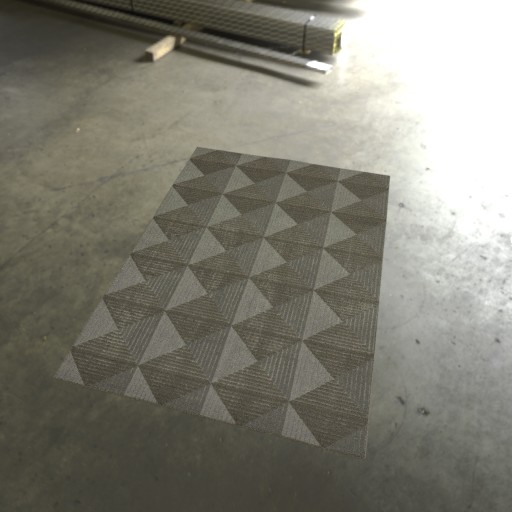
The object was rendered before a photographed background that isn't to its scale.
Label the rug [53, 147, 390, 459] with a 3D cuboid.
[{"bbox_3d":[0.000,0.000,4.365,2.428,0.027,3.333,11,48,10],"label":"rug"}]
